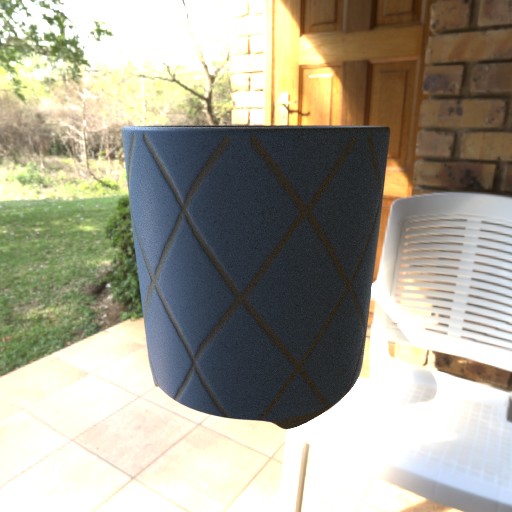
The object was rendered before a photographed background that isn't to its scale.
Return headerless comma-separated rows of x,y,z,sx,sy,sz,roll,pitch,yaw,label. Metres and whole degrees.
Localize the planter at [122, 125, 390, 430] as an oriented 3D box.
0.000,0.000,0.355,0.191,0.200,0.191,0,17,0,planter
